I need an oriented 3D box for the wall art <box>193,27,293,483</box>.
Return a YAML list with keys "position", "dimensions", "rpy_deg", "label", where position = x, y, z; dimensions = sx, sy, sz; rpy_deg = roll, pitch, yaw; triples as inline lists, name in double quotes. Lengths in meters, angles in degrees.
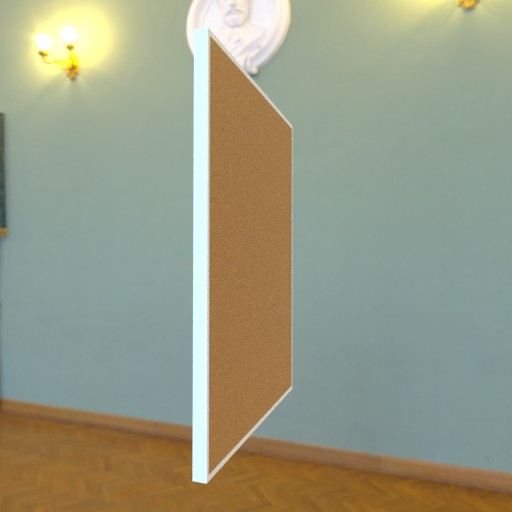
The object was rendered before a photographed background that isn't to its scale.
- position: [0.000, 0.000, 1.400]
  dimensions: [0.039, 1.050, 0.795]
  rpy_deg: [0, -1, 19]
  label: "wall art"
